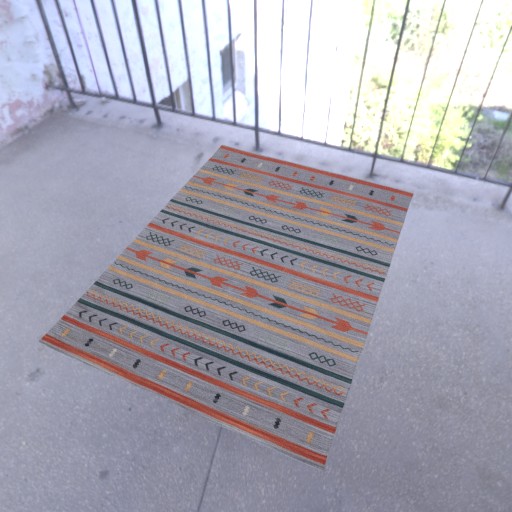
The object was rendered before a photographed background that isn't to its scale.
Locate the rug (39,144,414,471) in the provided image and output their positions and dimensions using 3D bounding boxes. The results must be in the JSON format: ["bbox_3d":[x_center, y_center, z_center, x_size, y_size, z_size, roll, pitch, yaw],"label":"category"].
[{"bbox_3d":[0.000,0.000,3.990,2.263,0.022,3.029,18,48,17],"label":"rug"}]
